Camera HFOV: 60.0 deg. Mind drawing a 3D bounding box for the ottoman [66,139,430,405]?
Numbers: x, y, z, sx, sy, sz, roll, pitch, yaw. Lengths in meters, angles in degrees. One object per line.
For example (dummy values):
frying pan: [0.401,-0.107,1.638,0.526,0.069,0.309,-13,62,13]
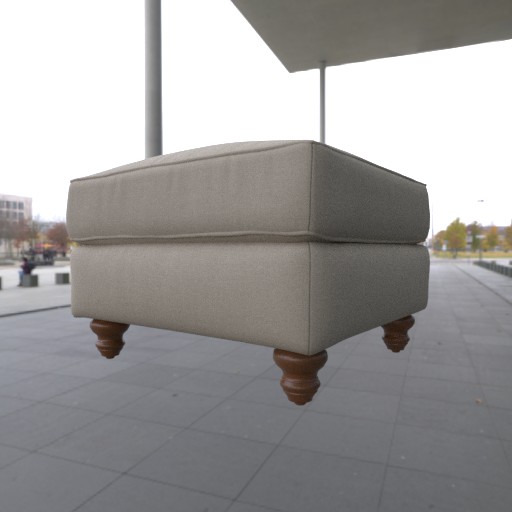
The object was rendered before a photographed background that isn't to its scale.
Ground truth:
ottoman: [0.000,0.000,1.132,0.716,0.505,0.662,1,1,37]
